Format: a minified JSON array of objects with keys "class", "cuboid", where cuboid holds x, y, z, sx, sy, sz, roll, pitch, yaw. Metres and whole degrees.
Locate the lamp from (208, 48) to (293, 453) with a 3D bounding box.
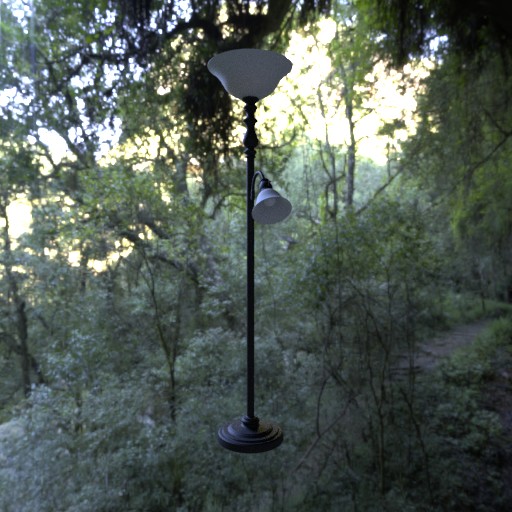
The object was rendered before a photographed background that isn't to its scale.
[{"class":"lamp","cuboid":[0.000,0.000,2.046,0.405,1.793,0.588,0,1,-17]}]
